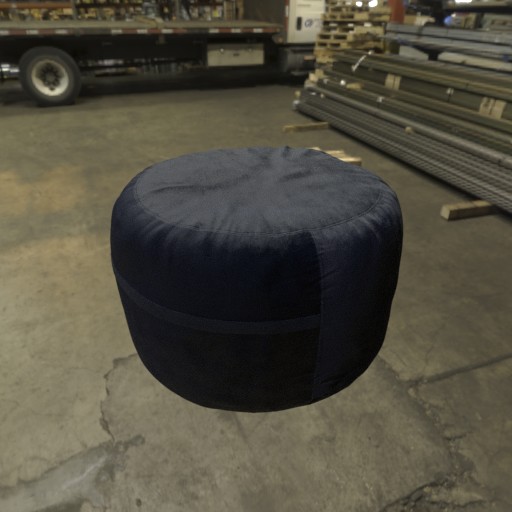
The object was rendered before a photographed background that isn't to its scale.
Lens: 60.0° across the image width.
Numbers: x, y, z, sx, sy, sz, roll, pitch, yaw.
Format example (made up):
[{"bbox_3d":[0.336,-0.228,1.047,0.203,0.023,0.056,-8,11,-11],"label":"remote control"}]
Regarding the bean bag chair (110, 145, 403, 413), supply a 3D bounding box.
[{"bbox_3d":[0.000,0.000,1.983,1.219,0.762,1.219,0,31,0],"label":"bean bag chair"}]
